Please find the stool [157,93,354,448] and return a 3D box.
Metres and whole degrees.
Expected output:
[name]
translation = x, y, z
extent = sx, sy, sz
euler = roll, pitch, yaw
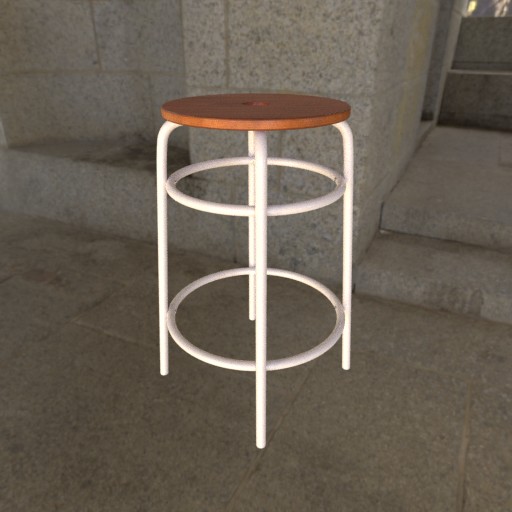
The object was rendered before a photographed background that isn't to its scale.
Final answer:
[stool]
translation = 0.000, 0.000, 0.930
extent = 0.455, 0.610, 0.455
euler = -1, 26, -2
